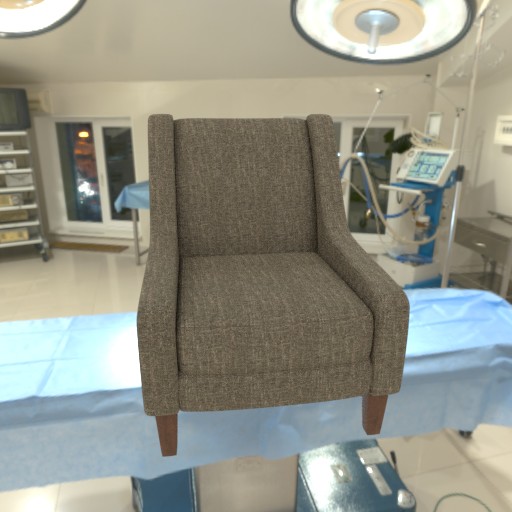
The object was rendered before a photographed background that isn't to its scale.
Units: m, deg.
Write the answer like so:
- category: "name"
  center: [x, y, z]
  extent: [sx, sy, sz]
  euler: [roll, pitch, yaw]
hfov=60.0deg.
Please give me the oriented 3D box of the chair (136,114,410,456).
- category: "chair"
  center: [0.000, 0.000, 1.654]
  extent: [0.793, 1.012, 0.944]
  euler: [-3, 18, -8]
